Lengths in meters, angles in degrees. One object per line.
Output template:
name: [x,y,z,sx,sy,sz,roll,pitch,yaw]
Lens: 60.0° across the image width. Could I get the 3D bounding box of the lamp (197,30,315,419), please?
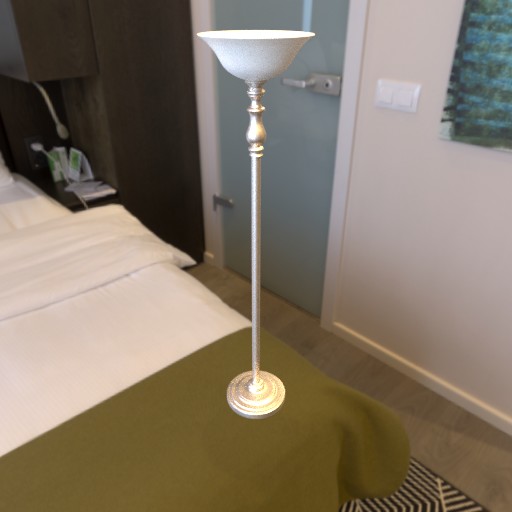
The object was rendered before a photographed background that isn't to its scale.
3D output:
lamp: [0.000,0.000,1.972,0.405,1.771,0.405,8,31,13]
